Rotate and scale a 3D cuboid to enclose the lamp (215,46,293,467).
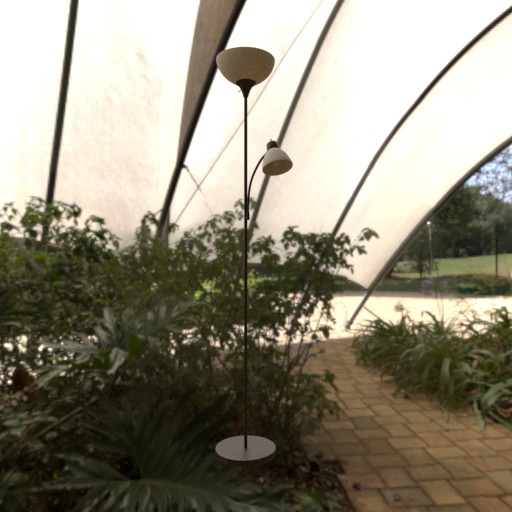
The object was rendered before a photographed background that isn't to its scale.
[{"bbox_3d":[0.000,0.000,1.964,0.279,1.804,0.442,0,-1,-34],"label":"lamp"}]
